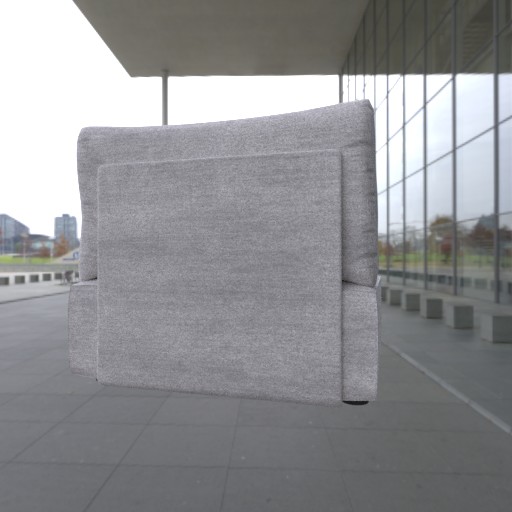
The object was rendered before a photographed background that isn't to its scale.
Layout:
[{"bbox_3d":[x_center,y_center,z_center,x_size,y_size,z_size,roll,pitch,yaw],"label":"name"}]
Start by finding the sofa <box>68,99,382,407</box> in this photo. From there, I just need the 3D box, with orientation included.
[{"bbox_3d":[0.000,0.000,1.719,0.930,0.820,1.000,0,0,16],"label":"sofa"}]
